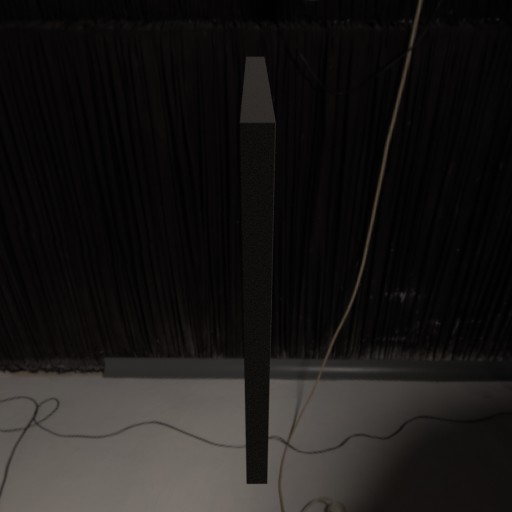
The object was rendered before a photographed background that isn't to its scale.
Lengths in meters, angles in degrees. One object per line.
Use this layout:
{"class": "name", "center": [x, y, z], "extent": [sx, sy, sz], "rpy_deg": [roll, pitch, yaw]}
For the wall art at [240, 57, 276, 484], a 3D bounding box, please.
{"class": "wall art", "center": [0.000, 0.000, 0.537], "extent": [0.024, 0.404, 0.329], "rpy_deg": [0, 31, 0]}
